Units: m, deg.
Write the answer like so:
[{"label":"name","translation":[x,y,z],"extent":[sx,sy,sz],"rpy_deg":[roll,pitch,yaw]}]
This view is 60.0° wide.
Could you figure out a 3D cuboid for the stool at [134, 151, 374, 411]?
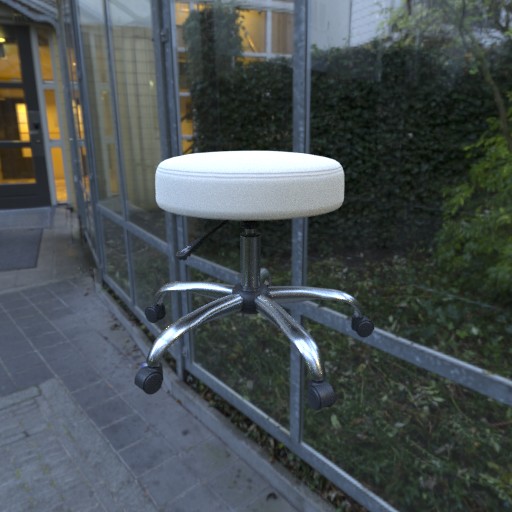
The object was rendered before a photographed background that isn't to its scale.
[{"label":"stool","translation":[0.000,0.000,1.058],"extent":[0.634,0.482,0.614],"rpy_deg":[-8,18,-26]}]
